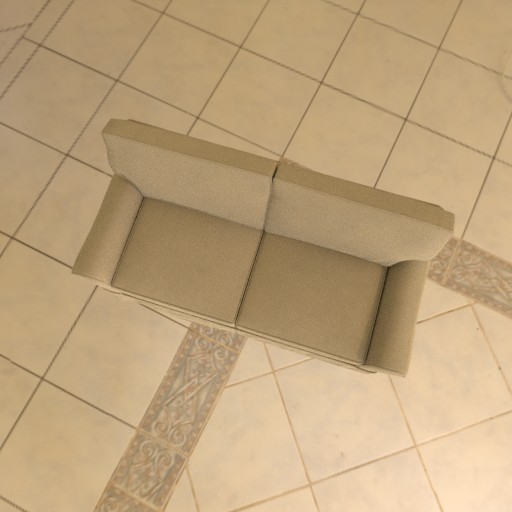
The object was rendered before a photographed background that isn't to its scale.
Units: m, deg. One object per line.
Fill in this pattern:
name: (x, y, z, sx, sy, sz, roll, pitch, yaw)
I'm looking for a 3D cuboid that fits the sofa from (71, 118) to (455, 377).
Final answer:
sofa: (0.000, 0.000, 2.401, 1.823, 1.024, 0.841, 17, 77, 4)
